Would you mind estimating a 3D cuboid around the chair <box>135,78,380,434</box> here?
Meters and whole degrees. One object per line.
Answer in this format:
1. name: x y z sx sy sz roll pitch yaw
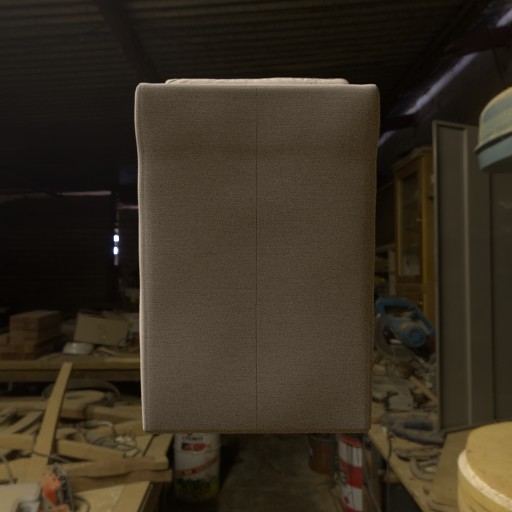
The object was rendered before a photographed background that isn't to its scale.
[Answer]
1. chair: 0.000 0.000 1.381 0.626 0.914 0.694 0 -2 -1
